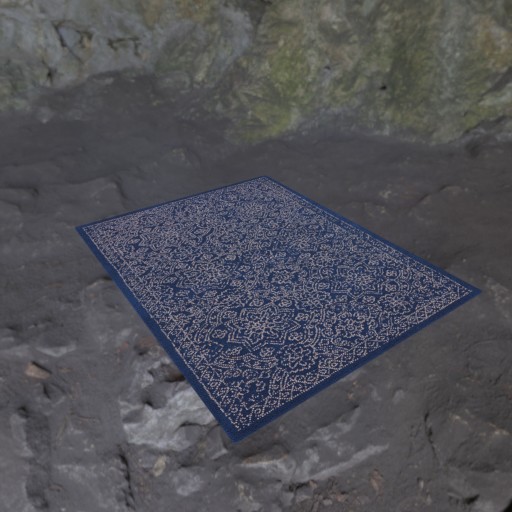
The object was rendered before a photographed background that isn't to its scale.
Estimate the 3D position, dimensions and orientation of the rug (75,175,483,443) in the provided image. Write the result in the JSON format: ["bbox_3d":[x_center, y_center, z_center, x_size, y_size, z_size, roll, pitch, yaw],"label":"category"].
[{"bbox_3d":[0.000,0.000,4.108,2.438,0.010,3.048,-21,38,-29],"label":"rug"}]
